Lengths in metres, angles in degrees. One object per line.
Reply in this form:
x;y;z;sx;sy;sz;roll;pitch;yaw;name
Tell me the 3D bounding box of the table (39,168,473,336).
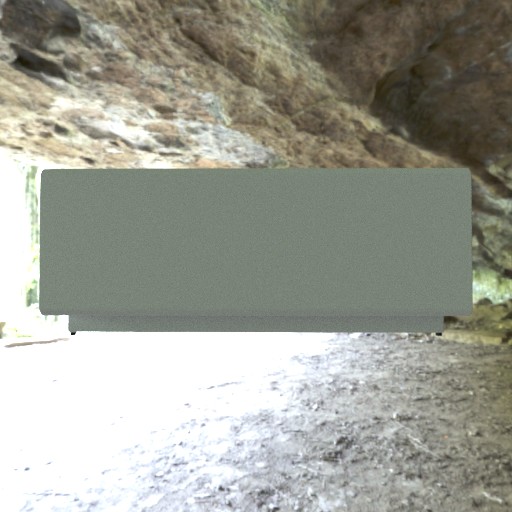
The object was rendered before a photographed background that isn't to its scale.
0.000;0.000;1.440;1.097;0.442;0.639;0;-1;0;table
